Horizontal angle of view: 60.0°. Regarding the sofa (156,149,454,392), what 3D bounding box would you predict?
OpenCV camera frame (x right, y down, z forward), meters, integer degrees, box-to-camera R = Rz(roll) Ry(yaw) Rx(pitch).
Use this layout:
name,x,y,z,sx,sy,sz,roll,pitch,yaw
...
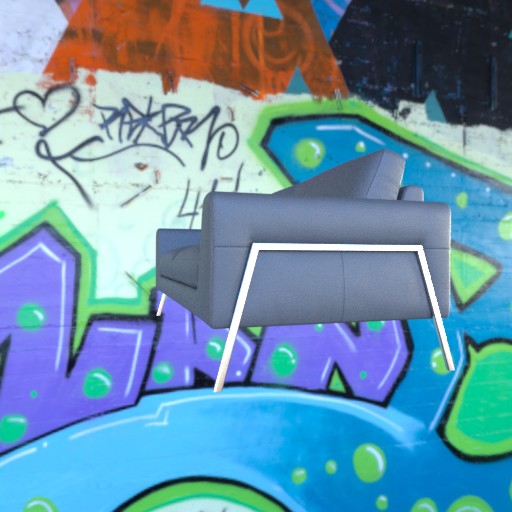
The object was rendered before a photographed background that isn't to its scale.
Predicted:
name,x,y,z,sx,sy,sz,roll,pitch,yaw
sofa,0.000,0.000,2.494,0.953,0.875,2.017,0,0,-18
